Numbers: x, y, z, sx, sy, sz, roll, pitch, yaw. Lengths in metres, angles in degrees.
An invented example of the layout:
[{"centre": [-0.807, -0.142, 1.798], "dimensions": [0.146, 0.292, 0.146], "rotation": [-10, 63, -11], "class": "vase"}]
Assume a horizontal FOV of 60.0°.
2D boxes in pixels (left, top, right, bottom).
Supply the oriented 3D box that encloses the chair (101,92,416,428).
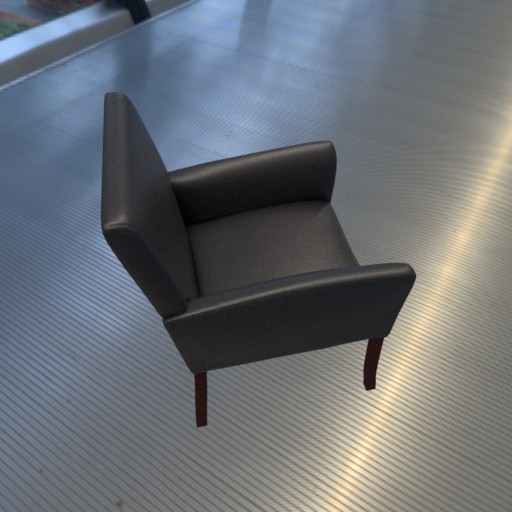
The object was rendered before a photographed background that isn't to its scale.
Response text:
[{"centre": [0.000, 0.000, 1.482], "dimensions": [0.772, 0.951, 0.683], "rotation": [-9, 46, -9], "class": "chair"}]
